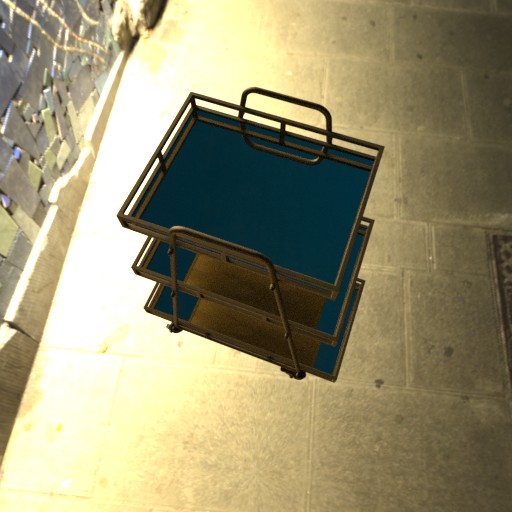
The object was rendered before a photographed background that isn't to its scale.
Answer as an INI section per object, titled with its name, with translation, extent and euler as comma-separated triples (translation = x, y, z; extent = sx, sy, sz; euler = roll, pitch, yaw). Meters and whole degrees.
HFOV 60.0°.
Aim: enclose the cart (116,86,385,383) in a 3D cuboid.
[cart]
translation = 0.000, 0.000, 1.314
extent = 0.711, 0.883, 0.441
euler = 19, 65, 9
